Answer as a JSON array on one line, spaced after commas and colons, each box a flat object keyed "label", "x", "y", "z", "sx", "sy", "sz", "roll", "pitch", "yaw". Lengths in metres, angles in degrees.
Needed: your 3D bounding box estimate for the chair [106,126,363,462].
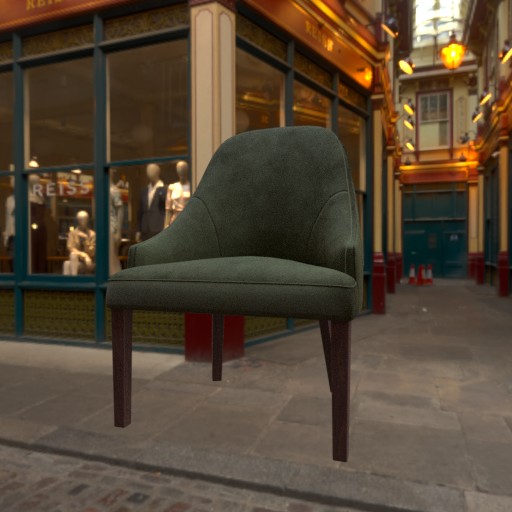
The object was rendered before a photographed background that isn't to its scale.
[{"label": "chair", "x": 0.000, "y": 0.000, "z": 1.311, "sx": 0.643, "sy": 0.889, "sz": 0.575, "roll": 0, "pitch": 1, "yaw": 19}]
